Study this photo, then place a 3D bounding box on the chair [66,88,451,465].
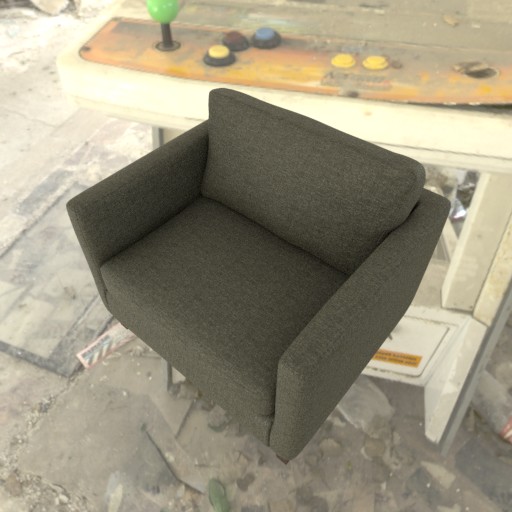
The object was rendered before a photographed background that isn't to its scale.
[{"bbox_3d":[0.000,0.000,1.785,1.107,0.963,0.959,32,55,26],"label":"chair"}]
